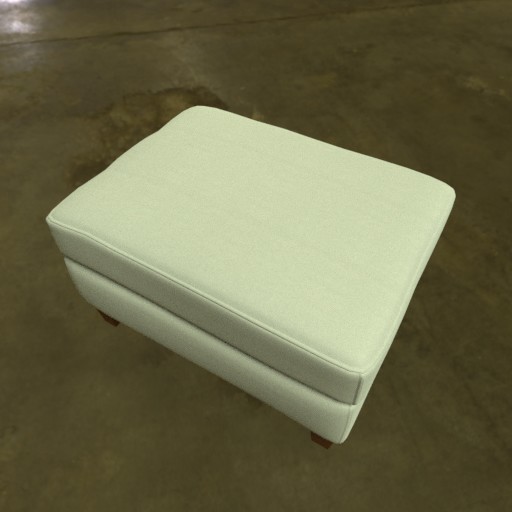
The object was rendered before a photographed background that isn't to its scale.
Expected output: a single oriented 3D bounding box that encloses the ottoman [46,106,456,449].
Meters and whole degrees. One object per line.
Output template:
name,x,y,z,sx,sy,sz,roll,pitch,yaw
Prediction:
ottoman,0.000,0.000,1.204,0.818,0.496,0.634,24,52,20
